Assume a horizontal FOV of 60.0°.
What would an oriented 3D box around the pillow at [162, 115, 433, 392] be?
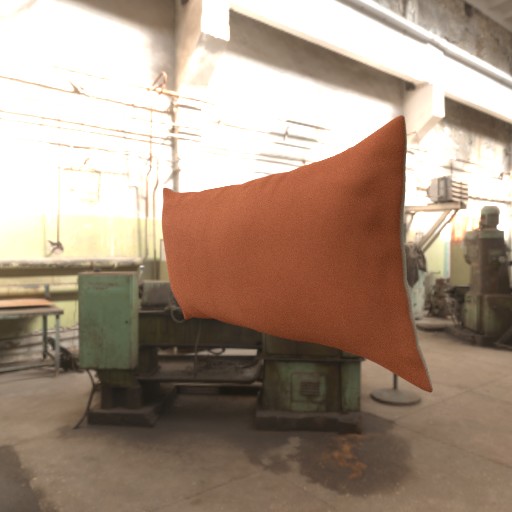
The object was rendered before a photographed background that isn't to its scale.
[{"bbox_3d":[0.000,0.000,0.715,0.156,0.292,0.608,-1,1,-35],"label":"pillow"}]
